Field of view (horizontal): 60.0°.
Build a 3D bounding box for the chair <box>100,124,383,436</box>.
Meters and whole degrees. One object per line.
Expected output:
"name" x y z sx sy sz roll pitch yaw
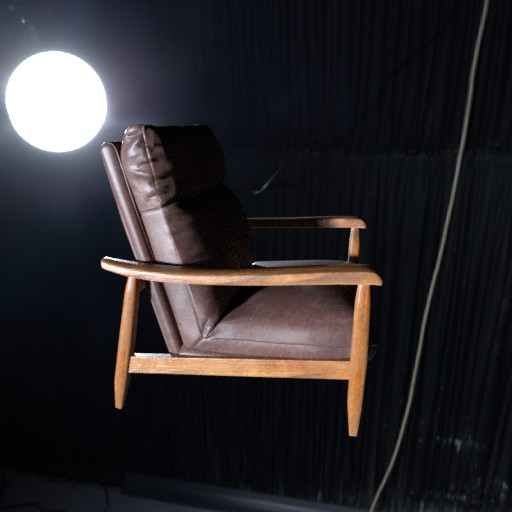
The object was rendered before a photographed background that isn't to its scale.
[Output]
"chair" 0.000 0.000 1.573 0.830 0.897 0.782 3 17 10
